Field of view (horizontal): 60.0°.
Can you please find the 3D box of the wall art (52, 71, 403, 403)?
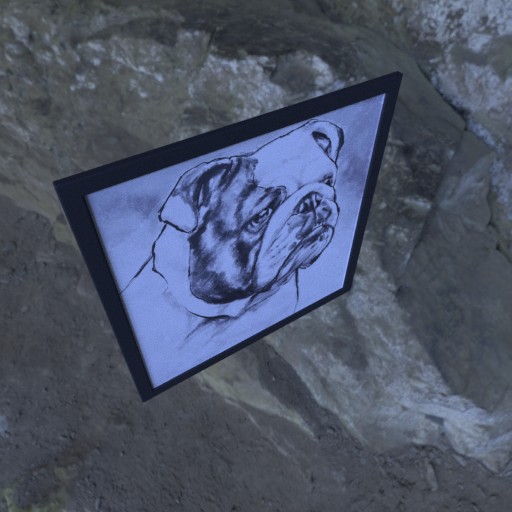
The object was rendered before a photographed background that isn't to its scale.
[{"bbox_3d":[0.000,0.000,0.824,0.562,0.558,0.012,-25,51,-22],"label":"wall art"}]
